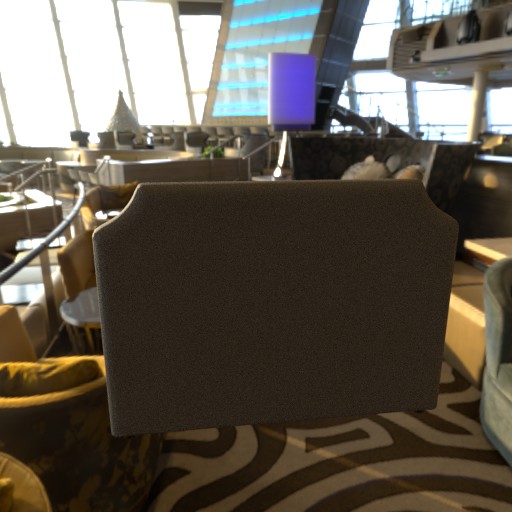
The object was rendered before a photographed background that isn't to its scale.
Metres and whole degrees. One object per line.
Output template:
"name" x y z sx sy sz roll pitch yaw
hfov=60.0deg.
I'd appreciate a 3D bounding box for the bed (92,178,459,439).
"bed" 0.000 0.000 3.800 2.194 1.561 2.536 -2 17 -7
